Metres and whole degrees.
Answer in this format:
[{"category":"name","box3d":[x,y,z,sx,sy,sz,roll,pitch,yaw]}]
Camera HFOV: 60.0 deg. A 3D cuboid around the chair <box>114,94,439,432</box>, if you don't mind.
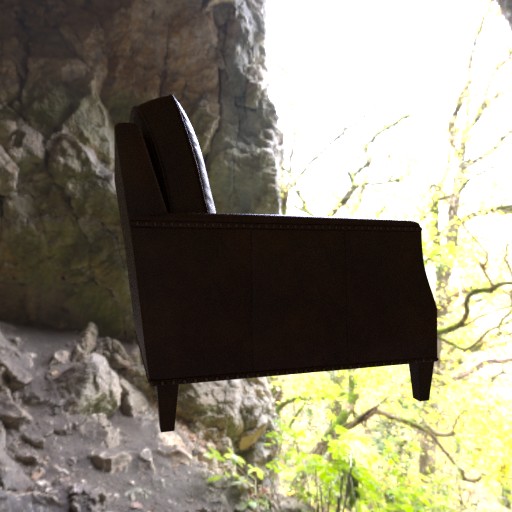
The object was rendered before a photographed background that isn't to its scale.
[{"category":"chair","box3d":[0.000,0.000,1.666,1.014,0.929,0.853,0,0,-18]}]
